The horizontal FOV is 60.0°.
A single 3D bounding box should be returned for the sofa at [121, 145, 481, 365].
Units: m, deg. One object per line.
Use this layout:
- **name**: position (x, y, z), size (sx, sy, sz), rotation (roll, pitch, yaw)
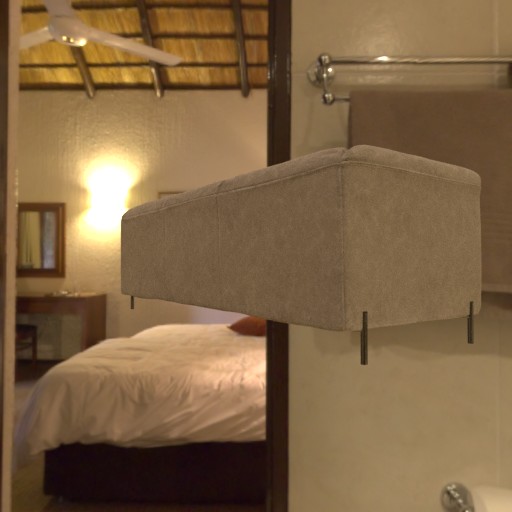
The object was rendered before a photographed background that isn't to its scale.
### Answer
- **sofa**: position (0.000, 0.000, 2.572), size (0.899, 0.758, 2.238), rotation (1, -1, -35)
